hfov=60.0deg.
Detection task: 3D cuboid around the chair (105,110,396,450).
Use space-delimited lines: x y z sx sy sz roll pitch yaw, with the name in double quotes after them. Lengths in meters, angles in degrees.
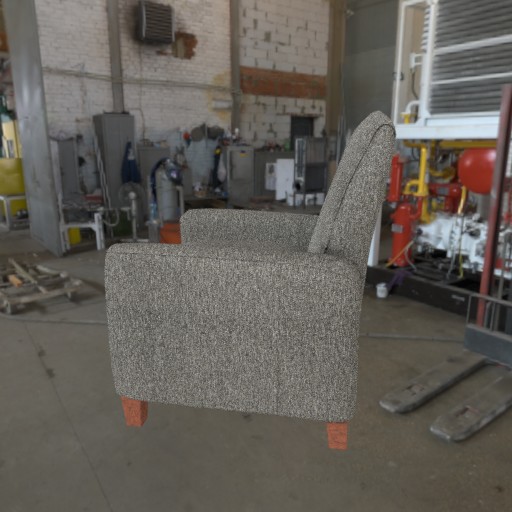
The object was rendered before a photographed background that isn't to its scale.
0.000 0.000 1.645 0.864 1.014 0.848 2 14 10 "chair"
